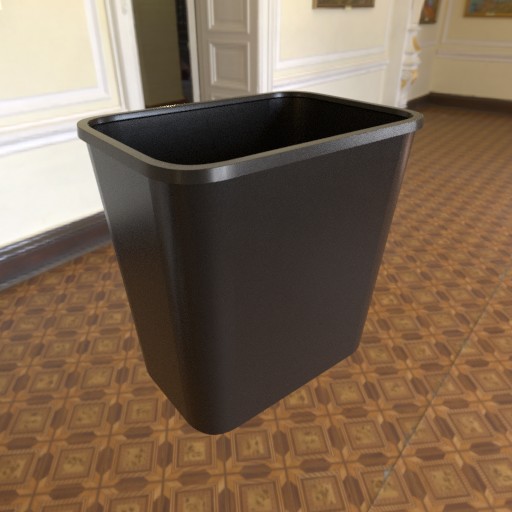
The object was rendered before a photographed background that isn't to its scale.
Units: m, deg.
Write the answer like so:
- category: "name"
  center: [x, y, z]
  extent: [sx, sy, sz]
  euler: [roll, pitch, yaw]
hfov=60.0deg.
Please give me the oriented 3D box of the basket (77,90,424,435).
- category: "basket"
  center: [0.000, 0.000, 0.503]
  extent: [0.300, 0.307, 0.211]
  euler: [-21, 36, -33]
